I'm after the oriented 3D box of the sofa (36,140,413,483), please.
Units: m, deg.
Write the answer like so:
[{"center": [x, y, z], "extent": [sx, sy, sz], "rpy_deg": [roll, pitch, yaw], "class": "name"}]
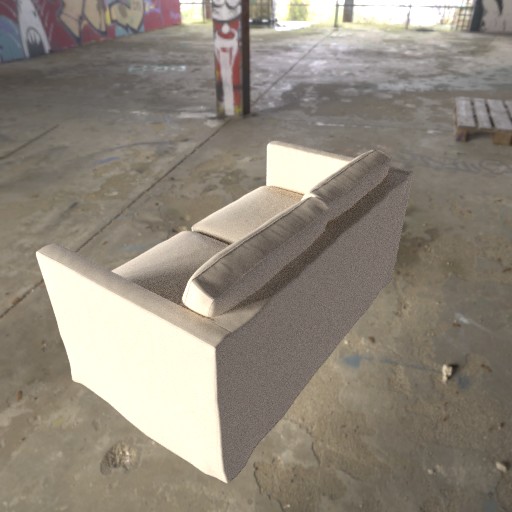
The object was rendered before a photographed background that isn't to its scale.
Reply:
[{"center": [0.000, 0.000, 2.258], "extent": [0.962, 0.834, 1.746], "rpy_deg": [21, 38, 29], "class": "sofa"}]
